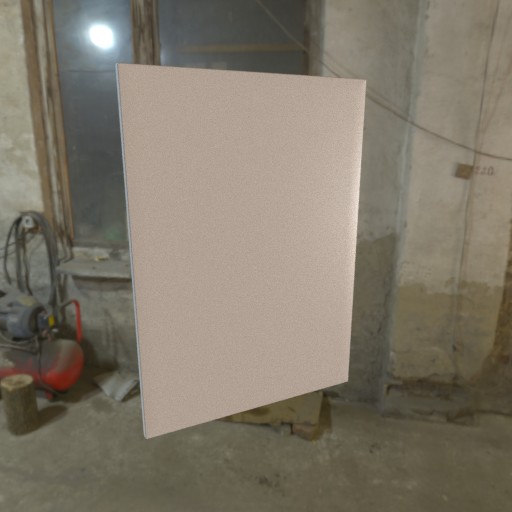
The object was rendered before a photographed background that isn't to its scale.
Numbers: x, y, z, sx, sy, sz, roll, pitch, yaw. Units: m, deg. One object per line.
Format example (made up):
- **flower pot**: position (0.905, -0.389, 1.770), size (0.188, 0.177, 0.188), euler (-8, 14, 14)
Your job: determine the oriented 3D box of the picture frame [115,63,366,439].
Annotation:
- **picture frame**: position (0.000, 0.000, 0.692), size (0.381, 0.534, 0.012), euler (-7, 17, -25)
